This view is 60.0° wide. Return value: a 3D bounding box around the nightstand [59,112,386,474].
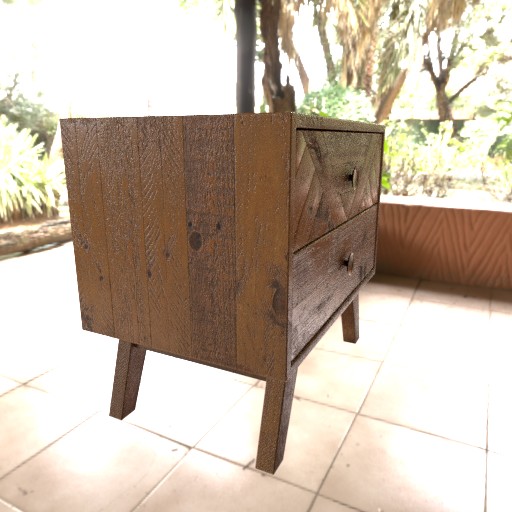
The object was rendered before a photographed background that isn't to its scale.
[{"bbox_3d":[0.000,0.000,1.036,0.450,0.599,0.650,7,17,26],"label":"nightstand"}]
